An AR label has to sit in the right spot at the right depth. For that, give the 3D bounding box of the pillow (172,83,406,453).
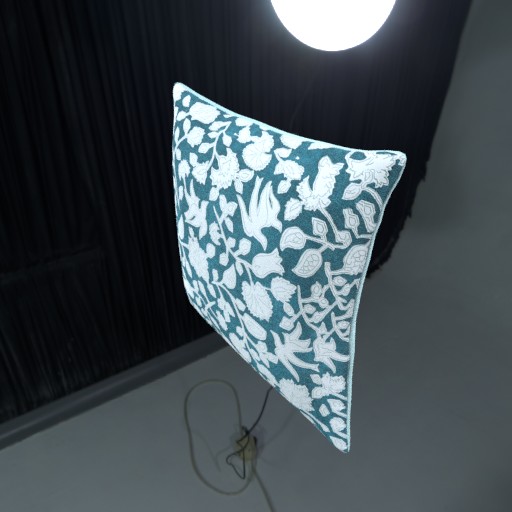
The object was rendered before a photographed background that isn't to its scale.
[{"bbox_3d":[0.000,0.000,0.783,0.166,0.508,0.525,-21,37,-31],"label":"pillow"}]
